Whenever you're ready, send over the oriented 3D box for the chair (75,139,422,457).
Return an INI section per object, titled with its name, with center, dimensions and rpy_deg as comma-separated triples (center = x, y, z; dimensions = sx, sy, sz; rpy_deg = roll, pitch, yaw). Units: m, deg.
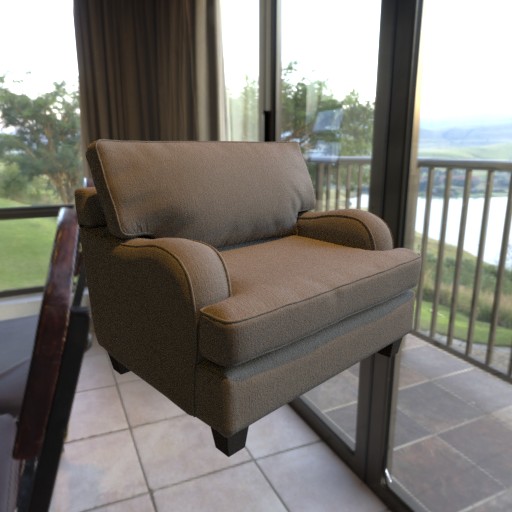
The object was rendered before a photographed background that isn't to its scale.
[chair]
center = 0.000, 0.000, 2.003
dimensions = 1.220, 1.016, 1.041
rpy_deg = -13, 19, -42
